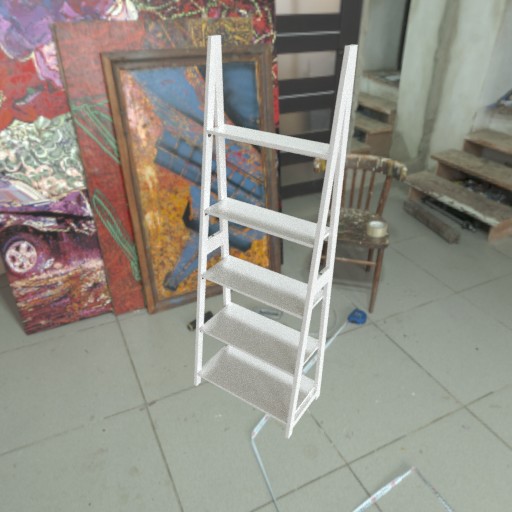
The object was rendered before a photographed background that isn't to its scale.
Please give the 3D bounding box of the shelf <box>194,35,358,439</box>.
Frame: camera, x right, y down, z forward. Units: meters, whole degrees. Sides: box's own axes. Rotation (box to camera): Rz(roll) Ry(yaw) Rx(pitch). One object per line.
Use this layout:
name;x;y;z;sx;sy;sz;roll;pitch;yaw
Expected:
shelf;0.000;0.000;2.048;0.636;1.779;0.341;20;37;29
